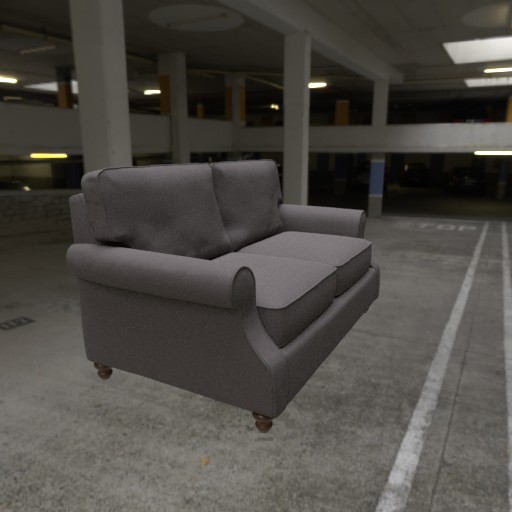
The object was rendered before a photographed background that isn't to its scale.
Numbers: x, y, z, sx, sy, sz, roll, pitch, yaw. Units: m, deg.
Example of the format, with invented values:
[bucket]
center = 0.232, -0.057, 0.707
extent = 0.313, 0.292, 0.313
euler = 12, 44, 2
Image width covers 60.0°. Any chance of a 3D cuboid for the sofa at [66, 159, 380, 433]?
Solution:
[sofa]
center = 0.000, 0.000, 2.280
extent = 0.964, 0.937, 1.665
euler = 7, 16, 27
